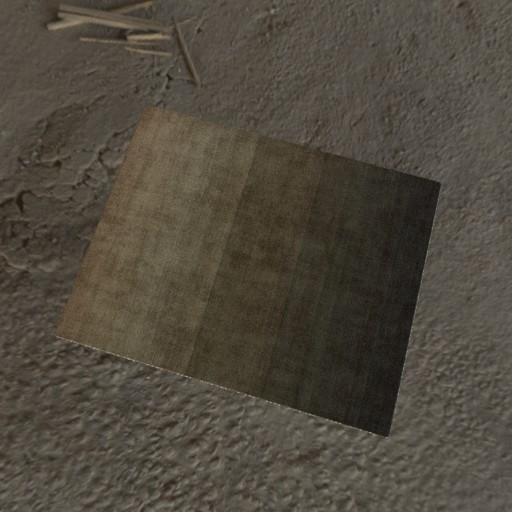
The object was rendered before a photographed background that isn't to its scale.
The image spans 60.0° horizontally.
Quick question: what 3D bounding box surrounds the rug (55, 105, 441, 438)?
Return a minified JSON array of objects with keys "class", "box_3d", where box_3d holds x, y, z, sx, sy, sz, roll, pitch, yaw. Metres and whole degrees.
[{"class":"rug","box_3d":[0.000,0.000,3.919,2.902,0.017,2.306,16,77,4]}]
